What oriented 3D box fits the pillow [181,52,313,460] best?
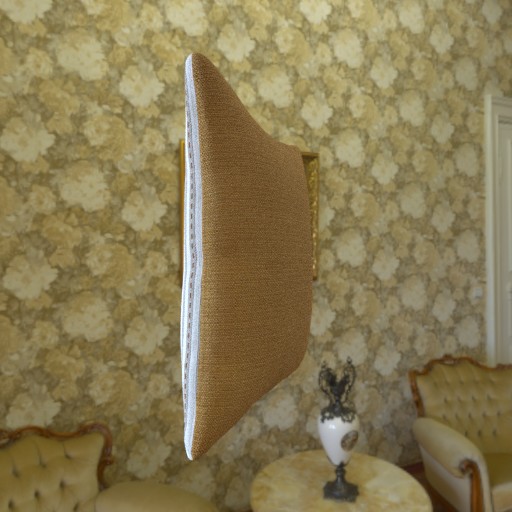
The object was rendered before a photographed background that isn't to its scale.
[{"bbox_3d":[0.000,0.000,0.672,0.147,0.437,0.432,0,0,19],"label":"pillow"}]
